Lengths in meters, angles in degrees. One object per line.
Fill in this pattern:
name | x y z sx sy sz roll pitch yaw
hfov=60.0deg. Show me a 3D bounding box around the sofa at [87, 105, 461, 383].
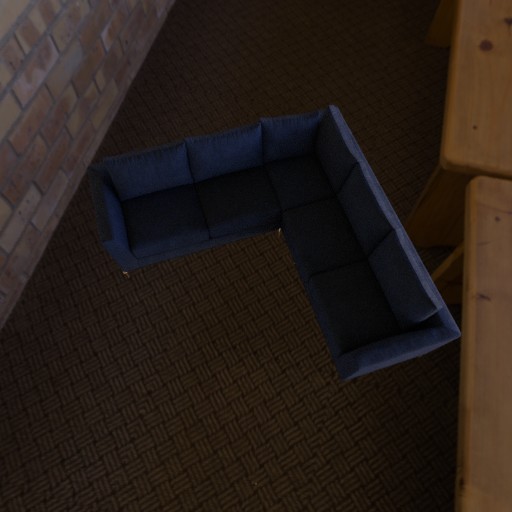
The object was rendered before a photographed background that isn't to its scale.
sofa | 0.000 0.000 3.911 2.472 0.988 2.463 -16 64 -8
